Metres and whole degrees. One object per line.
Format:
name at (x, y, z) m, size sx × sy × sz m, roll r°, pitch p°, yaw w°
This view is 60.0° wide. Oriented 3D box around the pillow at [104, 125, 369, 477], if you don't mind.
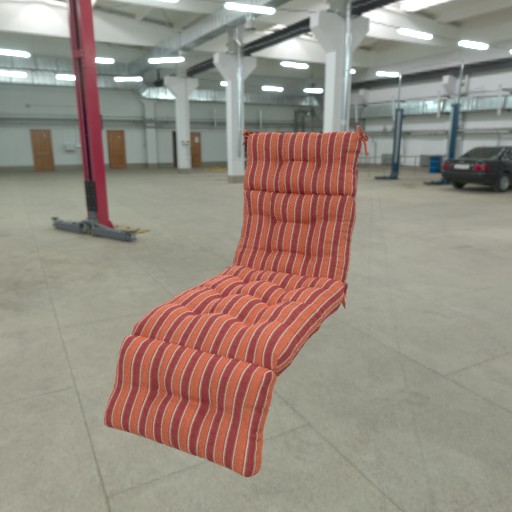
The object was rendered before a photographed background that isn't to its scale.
pillow at (0.000, 0.000, 1.491) m, size 0.526 × 0.863 × 1.016 m, roll 7°, pitch 16°, yaw 25°
